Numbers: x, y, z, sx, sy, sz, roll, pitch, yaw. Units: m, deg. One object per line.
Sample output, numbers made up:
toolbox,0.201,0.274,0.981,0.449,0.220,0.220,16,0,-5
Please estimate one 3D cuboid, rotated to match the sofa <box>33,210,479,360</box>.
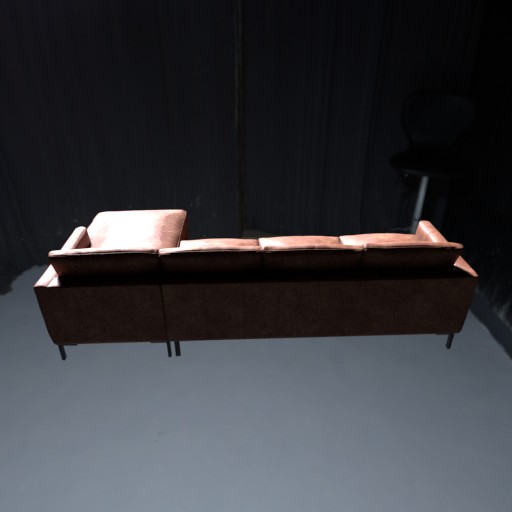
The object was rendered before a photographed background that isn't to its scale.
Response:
sofa,0.000,0.000,3.677,2.993,0.859,1.471,-1,30,-2
